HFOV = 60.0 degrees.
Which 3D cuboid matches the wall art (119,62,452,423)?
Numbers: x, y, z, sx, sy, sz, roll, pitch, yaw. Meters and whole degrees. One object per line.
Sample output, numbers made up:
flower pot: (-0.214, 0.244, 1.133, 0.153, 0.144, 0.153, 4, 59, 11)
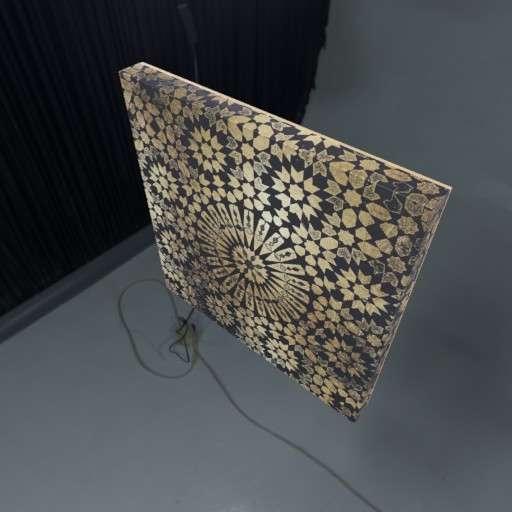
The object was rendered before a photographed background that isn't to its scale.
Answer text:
wall art: (0.000, 0.000, 0.602, 0.405, 0.405, 0.038, 31, 53, 27)
